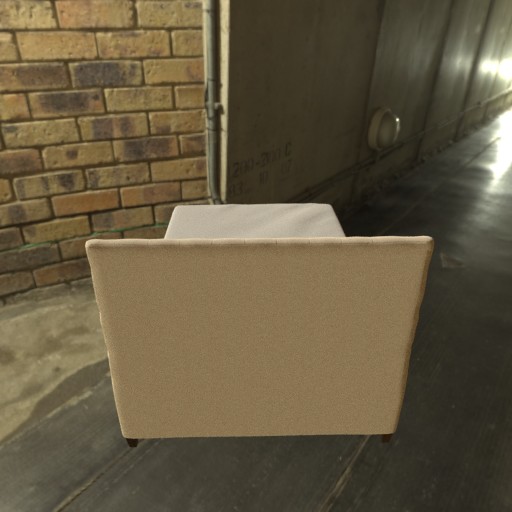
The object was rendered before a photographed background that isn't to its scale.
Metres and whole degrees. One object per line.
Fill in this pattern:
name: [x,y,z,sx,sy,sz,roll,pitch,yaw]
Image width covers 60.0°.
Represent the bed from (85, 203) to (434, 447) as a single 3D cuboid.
bed: [0.000,0.000,3.462,1.698,1.427,2.387,-1,29,-1]
